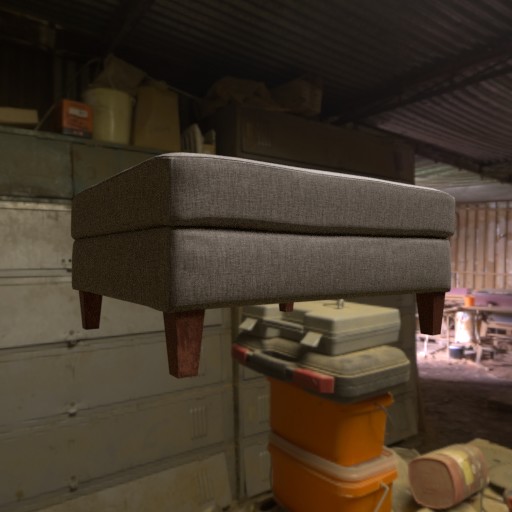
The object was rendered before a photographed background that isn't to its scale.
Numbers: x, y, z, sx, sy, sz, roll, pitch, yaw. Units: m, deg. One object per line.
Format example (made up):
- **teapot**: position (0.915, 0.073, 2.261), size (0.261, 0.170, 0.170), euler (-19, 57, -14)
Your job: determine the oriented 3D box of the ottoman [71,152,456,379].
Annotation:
- **ottoman**: position (0.000, 0.000, 1.452), size (0.994, 0.492, 0.839), euler (0, 0, -35)
